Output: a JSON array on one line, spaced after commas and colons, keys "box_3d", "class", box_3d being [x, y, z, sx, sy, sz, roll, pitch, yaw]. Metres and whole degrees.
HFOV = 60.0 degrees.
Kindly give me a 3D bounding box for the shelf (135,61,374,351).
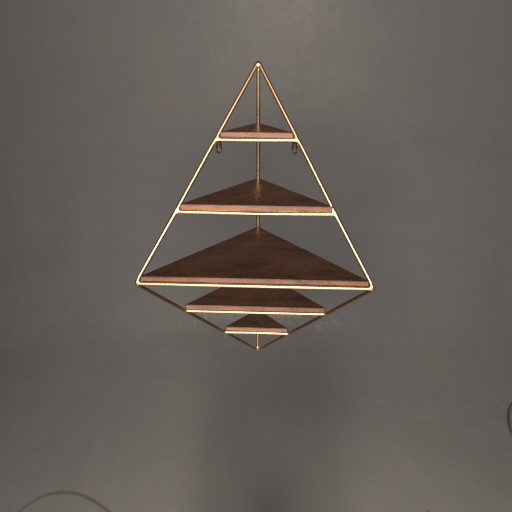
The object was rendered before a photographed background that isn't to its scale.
[{"box_3d": [0.000, 0.000, 1.167, 0.564, 0.913, 0.294, 1, 30, 2], "class": "shelf"}]
